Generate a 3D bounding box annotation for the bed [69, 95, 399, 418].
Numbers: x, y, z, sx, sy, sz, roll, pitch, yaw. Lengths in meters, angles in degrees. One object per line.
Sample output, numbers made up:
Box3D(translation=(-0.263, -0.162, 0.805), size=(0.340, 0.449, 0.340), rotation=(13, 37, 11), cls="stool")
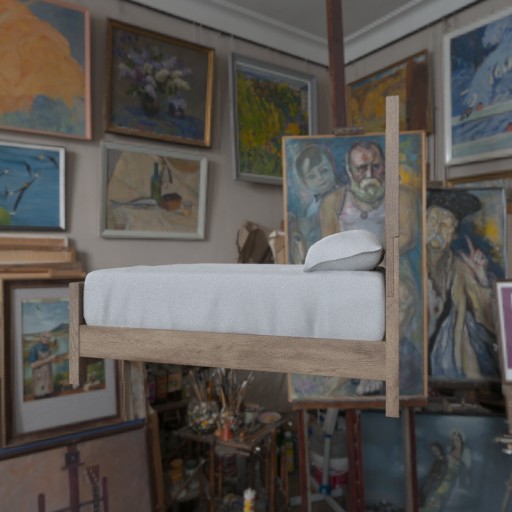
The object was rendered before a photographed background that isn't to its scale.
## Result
Box3D(translation=(0.000, 0.000, 3.304), size=(2.017, 1.631, 1.615), rotation=(0, 0, 17), cls="bed")
